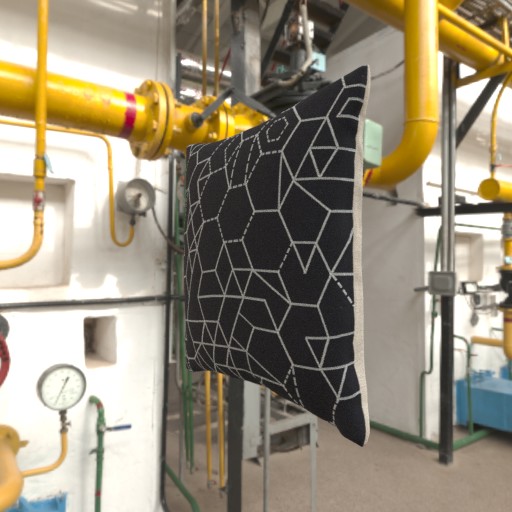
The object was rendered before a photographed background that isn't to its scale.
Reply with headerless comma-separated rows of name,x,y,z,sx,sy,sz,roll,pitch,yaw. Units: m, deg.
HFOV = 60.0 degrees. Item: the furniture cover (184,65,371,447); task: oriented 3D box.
furniture cover,0.000,0.000,0.794,0.158,0.508,0.517,1,-1,-36
